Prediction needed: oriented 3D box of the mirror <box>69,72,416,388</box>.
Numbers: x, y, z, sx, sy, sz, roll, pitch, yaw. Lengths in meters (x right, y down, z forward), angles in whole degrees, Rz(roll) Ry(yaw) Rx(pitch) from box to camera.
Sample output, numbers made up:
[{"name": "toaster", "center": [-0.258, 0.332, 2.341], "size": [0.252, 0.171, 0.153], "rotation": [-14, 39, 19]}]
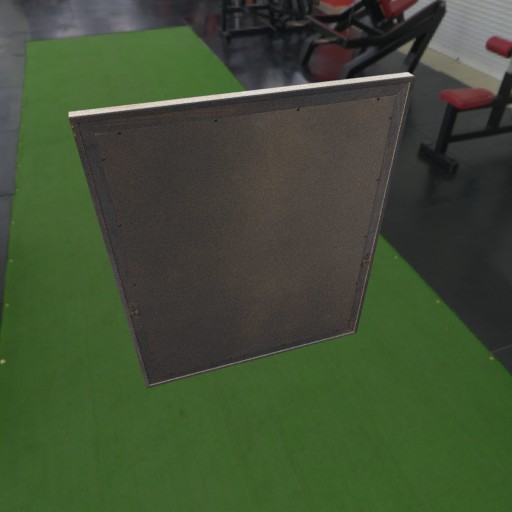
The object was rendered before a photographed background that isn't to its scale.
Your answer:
[{"name": "mirror", "center": [0.000, 0.000, 1.196], "size": [0.730, 0.882, 0.032], "rotation": [-12, 42, -13]}]
